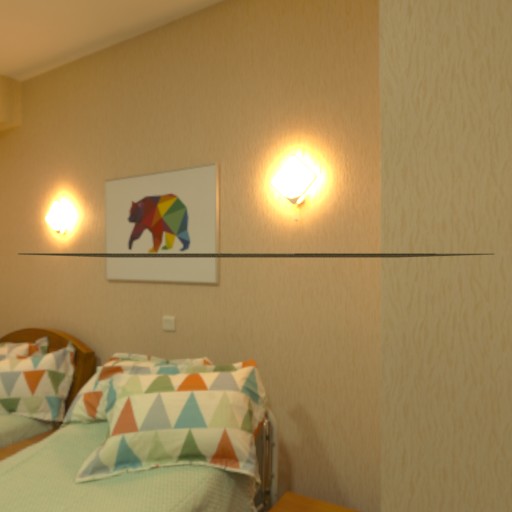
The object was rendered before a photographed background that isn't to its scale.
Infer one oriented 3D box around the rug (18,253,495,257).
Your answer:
[{"bbox_3d":[0.000,0.000,2.999,2.420,0.005,1.528,0,-1,-1],"label":"rug"}]
